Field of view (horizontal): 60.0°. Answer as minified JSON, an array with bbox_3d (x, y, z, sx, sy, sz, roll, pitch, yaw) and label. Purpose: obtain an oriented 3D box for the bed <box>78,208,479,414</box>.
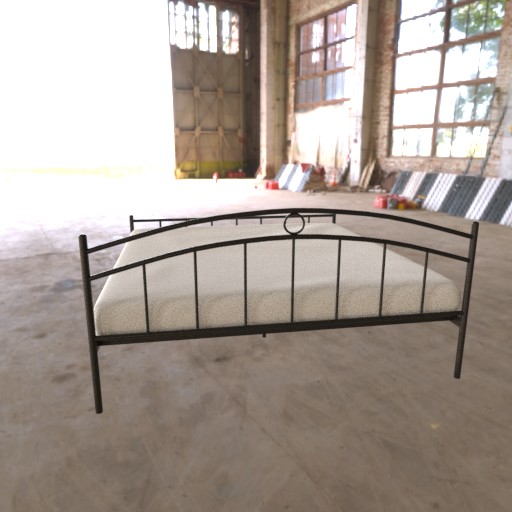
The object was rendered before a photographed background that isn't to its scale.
[{"bbox_3d":[0.000,0.000,3.082,1.880,0.940,2.040,-2,14,-10],"label":"bed"}]
